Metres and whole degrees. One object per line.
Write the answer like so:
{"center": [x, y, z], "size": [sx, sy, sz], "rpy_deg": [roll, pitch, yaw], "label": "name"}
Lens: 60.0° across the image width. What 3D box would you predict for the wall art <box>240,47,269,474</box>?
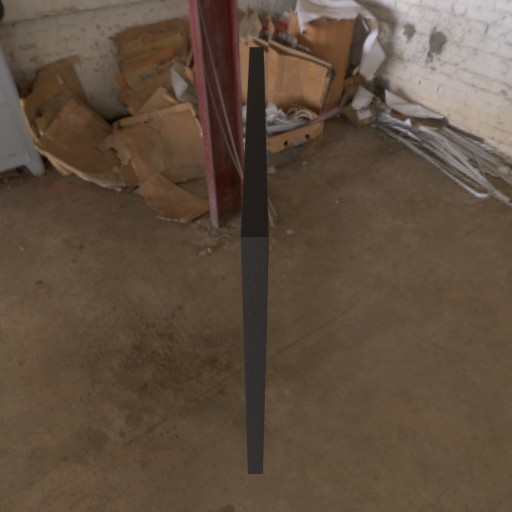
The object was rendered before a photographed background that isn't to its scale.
{"center": [0.000, 0.000, 1.118], "size": [0.037, 0.763, 0.763], "rpy_deg": [0, 42, 0], "label": "wall art"}
